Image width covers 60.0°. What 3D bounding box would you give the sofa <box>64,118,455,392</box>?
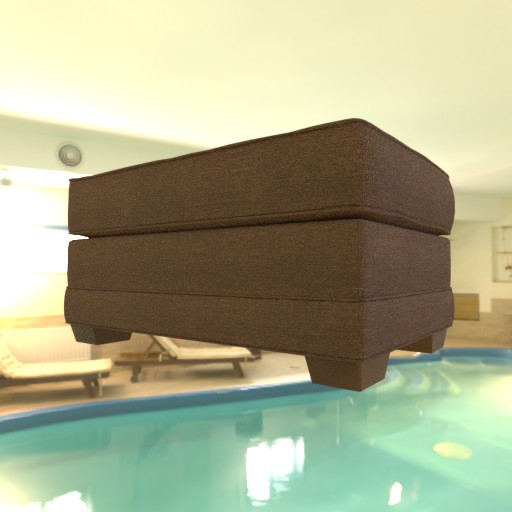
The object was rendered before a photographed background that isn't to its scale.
[{"bbox_3d":[0.000,0.000,1.145,0.854,0.457,0.578,-1,-2,37],"label":"sofa"}]
